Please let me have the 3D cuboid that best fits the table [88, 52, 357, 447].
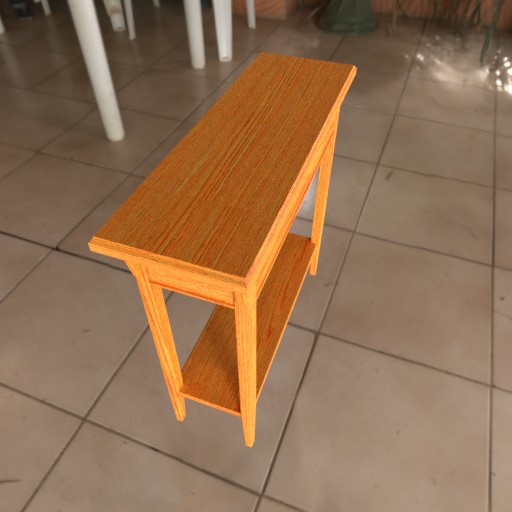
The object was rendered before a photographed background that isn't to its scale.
[{"bbox_3d":[0.000,0.000,1.128,0.254,0.711,0.762,15,47,14],"label":"table"}]
